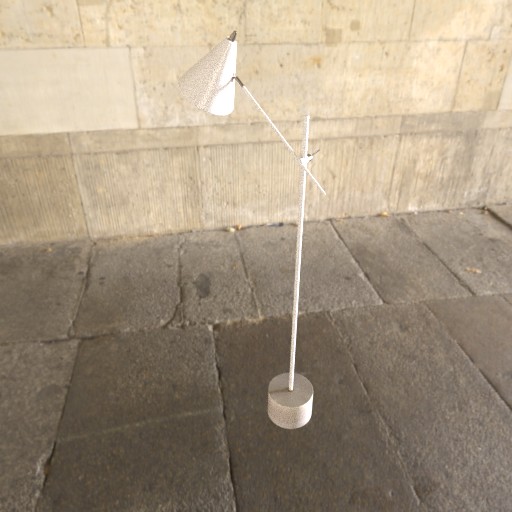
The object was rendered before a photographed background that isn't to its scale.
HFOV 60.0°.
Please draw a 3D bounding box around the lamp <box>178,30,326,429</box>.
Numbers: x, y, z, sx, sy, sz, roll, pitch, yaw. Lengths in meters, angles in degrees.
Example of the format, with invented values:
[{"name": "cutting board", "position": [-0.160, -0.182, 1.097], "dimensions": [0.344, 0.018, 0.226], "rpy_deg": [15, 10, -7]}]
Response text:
[{"name": "lamp", "position": [0.000, 0.000, 1.578], "dimensions": [0.508, 1.430, 0.223], "rpy_deg": [20, 36, 30]}]
